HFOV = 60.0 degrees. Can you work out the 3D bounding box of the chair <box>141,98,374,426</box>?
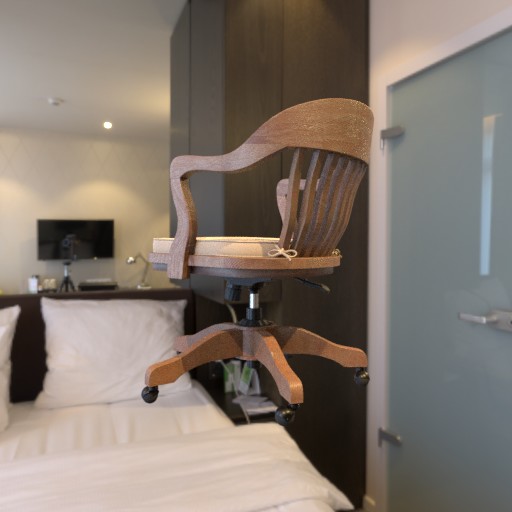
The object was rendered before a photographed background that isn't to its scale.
[{"bbox_3d":[0.000,0.000,1.514,0.788,0.878,0.750,1,2,37],"label":"chair"}]
